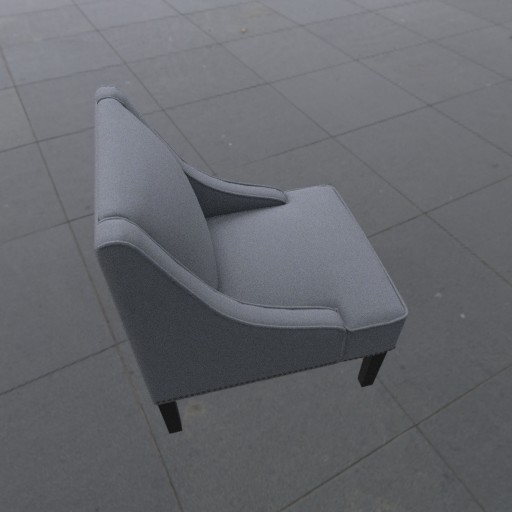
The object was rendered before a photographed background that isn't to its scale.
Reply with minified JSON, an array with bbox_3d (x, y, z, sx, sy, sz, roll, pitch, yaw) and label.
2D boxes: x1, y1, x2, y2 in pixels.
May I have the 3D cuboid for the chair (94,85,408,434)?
[{"bbox_3d":[0.000,0.000,1.343,0.747,0.867,0.631,-10,47,-10],"label":"chair"}]
